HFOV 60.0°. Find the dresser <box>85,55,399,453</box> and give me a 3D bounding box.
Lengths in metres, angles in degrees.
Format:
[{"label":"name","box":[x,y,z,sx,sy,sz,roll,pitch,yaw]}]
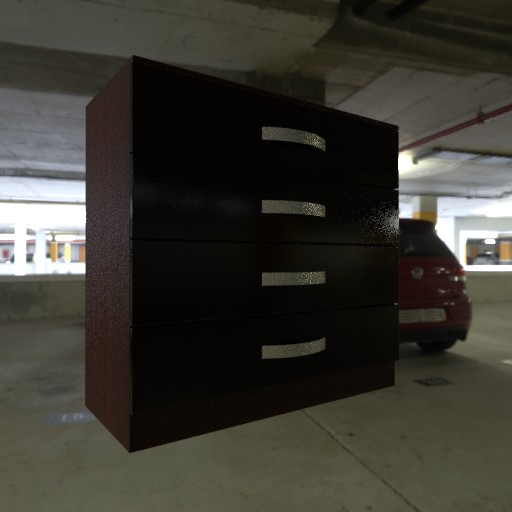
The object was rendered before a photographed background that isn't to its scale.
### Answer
[{"label":"dresser","box":[0.000,0.000,1.132,0.750,0.720,0.360,0,0,-35]}]
